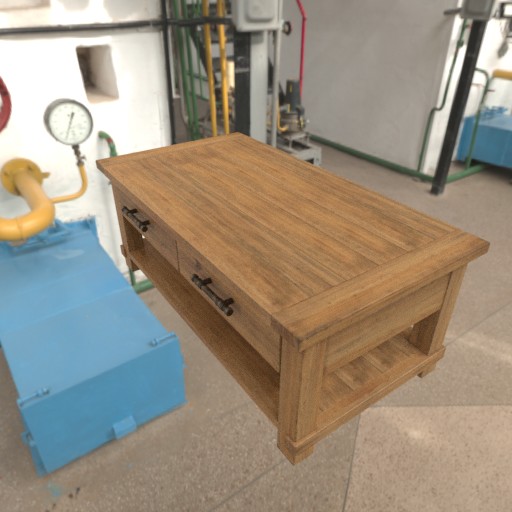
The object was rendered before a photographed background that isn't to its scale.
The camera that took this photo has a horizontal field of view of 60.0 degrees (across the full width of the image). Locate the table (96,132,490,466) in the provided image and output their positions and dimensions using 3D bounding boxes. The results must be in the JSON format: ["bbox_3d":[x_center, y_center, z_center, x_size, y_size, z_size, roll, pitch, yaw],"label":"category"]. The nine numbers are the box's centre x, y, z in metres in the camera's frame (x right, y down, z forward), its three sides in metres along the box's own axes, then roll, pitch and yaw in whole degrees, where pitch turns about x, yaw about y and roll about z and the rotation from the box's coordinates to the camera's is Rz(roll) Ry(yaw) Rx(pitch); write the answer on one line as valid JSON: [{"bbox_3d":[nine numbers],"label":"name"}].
[{"bbox_3d":[0.000,0.000,1.617,0.693,0.494,1.270,-20,37,-29],"label":"table"}]
